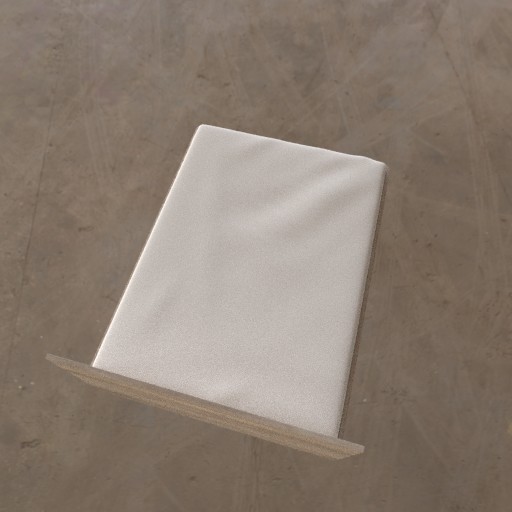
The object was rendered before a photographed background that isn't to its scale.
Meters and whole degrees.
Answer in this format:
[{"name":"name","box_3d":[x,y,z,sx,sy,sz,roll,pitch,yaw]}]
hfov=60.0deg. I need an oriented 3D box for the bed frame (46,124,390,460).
[{"name":"bed frame","box_3d":[0.000,0.000,2.753,1.490,0.800,1.950,14,64,7]}]
